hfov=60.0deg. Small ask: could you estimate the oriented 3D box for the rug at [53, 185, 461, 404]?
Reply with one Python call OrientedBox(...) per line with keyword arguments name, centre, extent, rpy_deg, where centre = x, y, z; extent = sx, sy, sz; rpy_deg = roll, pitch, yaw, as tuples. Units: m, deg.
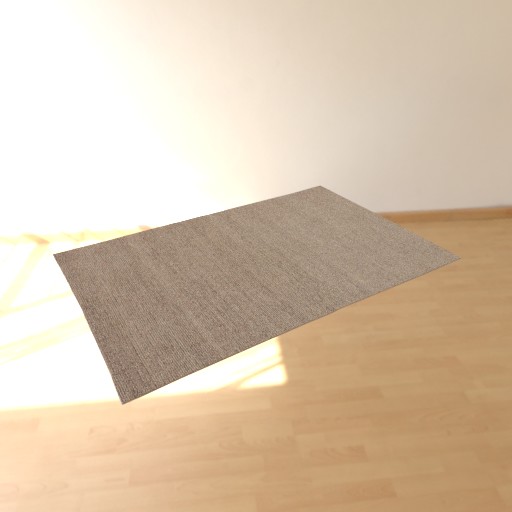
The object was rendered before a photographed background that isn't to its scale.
OrientedBox(name="rug", centre=(0.000, 0.000, 2.302), extent=(1.792, 0.021, 1.154), rpy_deg=(-18, 35, -27))
